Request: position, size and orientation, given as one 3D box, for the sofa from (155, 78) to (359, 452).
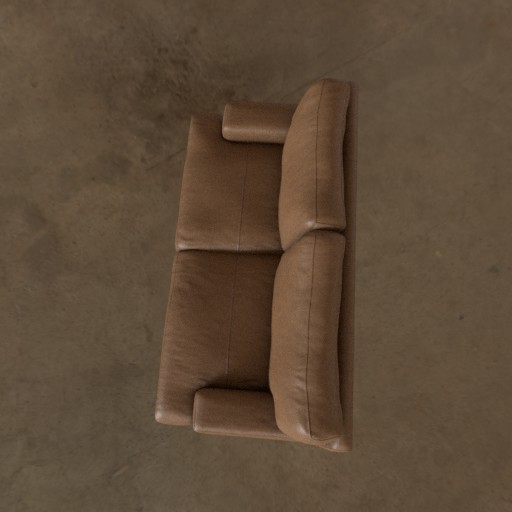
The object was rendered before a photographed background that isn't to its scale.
[{"bbox_3d":[0.000,0.000,2.426,0.962,0.980,1.855,4,76,1],"label":"sofa"}]
